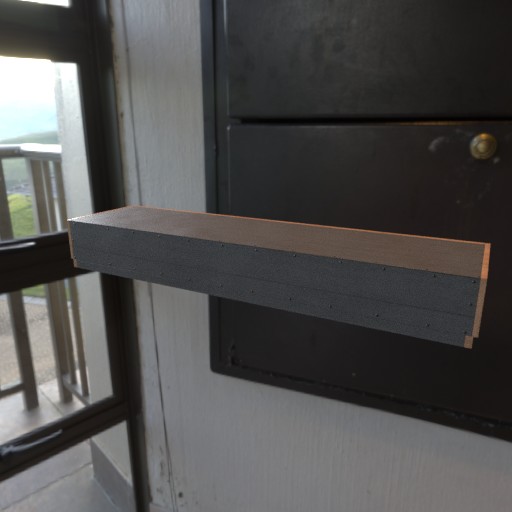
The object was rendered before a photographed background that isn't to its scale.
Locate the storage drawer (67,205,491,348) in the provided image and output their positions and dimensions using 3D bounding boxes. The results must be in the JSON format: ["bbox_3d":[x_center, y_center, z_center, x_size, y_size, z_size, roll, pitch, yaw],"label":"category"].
[{"bbox_3d":[0.000,0.000,2.200,2.032,0.264,0.538,9,19,27],"label":"storage drawer"}]
